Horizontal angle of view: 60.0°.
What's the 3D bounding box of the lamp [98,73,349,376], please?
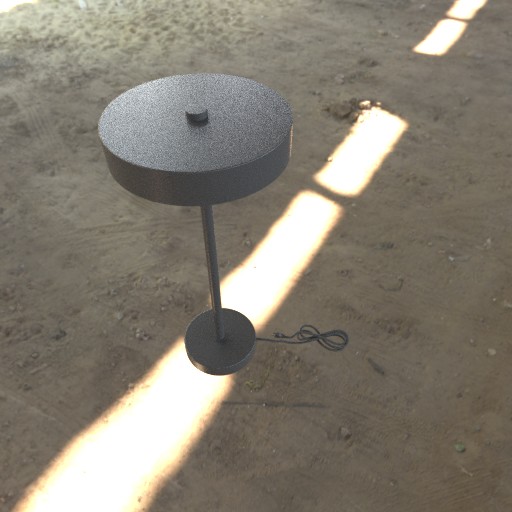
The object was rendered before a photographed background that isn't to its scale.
[{"bbox_3d":[0.000,0.000,0.706,0.369,0.508,0.229,-2,46,-2],"label":"lamp"}]
